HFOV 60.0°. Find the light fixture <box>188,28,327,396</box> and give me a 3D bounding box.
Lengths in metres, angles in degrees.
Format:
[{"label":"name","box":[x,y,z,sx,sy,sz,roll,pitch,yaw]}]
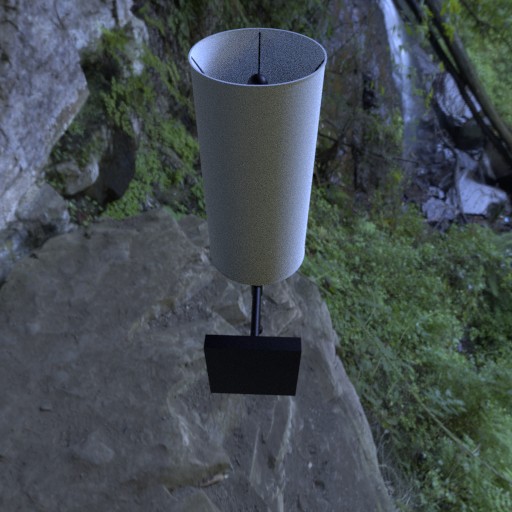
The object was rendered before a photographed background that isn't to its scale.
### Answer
[{"label":"light fixture","box":[0.000,0.000,0.552,0.128,0.462,0.208,2,47,2]}]
